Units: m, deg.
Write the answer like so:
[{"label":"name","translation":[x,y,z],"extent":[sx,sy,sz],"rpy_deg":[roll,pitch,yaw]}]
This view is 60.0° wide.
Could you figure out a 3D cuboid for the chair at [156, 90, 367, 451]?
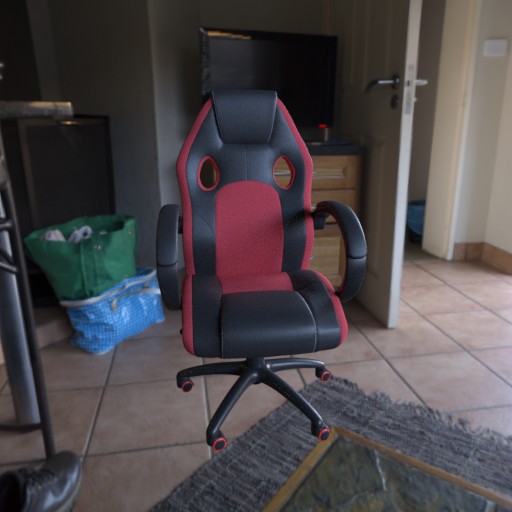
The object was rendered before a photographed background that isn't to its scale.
[{"label":"chair","translation":[0.000,0.000,1.625],"extent":[0.673,1.187,0.724],"rpy_deg":[-2,17,-7]}]
